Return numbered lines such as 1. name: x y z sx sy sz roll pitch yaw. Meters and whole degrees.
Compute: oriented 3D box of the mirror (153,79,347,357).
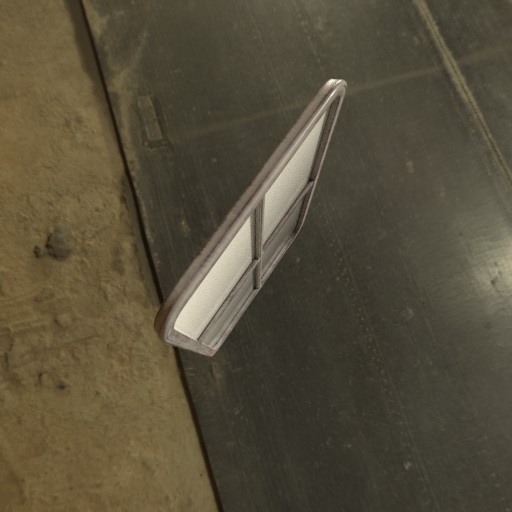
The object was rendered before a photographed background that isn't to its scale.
1. mirror: 0.000 0.000 0.920 0.024 0.713 0.461 33 78 8
